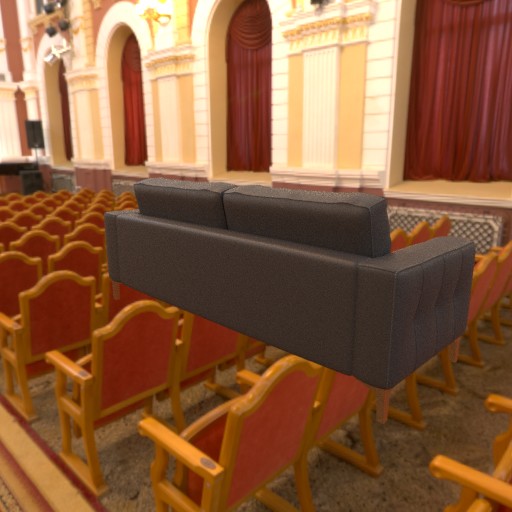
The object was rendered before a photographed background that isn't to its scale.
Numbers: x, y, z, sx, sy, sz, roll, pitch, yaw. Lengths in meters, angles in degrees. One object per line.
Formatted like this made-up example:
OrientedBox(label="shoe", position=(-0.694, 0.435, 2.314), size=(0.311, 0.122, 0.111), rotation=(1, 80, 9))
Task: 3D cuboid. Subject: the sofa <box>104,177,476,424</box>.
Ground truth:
OrientedBox(label="sofa", position=(0.000, 0.000, 2.696), size=(2.275, 0.893, 0.833), rotation=(13, 19, 43))
